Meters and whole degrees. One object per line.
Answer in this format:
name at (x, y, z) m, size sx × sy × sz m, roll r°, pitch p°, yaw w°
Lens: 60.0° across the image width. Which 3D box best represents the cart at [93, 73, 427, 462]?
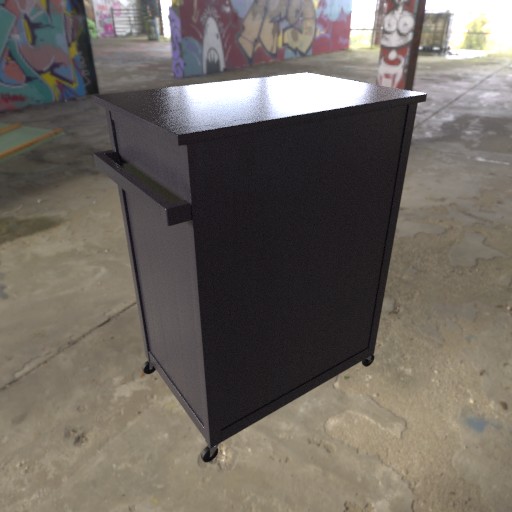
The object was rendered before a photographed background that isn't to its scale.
cart at (0.000, 0.000, 1.265) m, size 0.690 × 0.878 × 0.449 m, roll -19°, pitch 35°, yaw -30°
